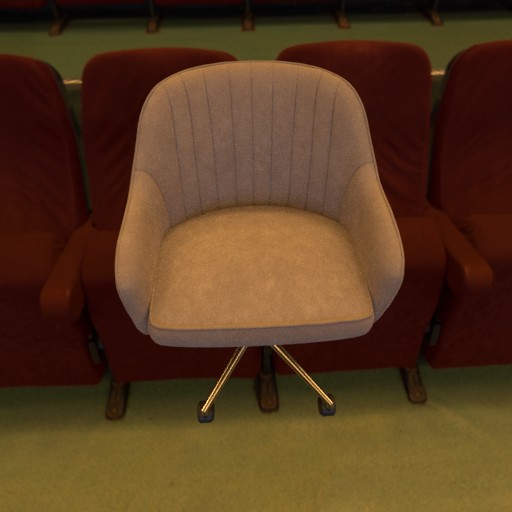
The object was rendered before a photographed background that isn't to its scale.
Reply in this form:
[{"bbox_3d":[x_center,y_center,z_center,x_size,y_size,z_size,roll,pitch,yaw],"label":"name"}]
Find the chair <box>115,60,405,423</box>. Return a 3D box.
[{"bbox_3d":[0.000,0.000,1.208,0.635,0.831,0.573,-2,46,-2],"label":"chair"}]
